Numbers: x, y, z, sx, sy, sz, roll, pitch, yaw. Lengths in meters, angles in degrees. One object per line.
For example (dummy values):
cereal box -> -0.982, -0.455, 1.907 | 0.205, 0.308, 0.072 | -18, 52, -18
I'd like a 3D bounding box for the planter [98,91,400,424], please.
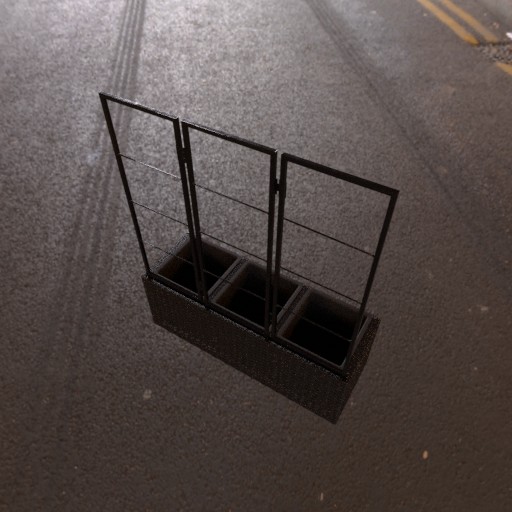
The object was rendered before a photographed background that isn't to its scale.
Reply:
planter -> 0.000, 0.000, 1.198 | 0.698, 0.841, 0.244 | 24, 50, 21
